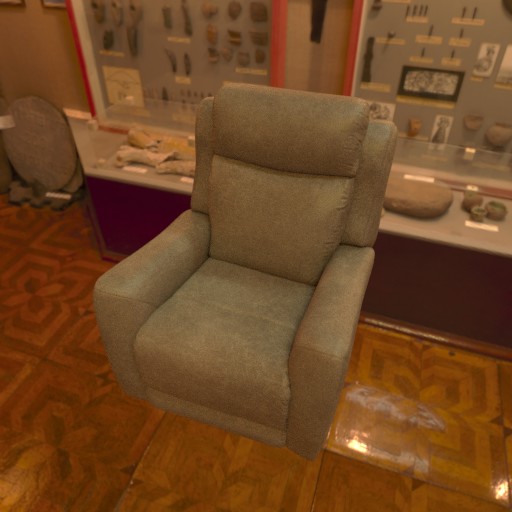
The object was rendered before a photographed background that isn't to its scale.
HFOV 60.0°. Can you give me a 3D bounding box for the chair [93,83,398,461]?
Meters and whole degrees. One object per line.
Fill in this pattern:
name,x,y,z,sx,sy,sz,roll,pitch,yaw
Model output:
chair,0.000,0.000,1.880,0.965,1.116,1.068,14,42,16
